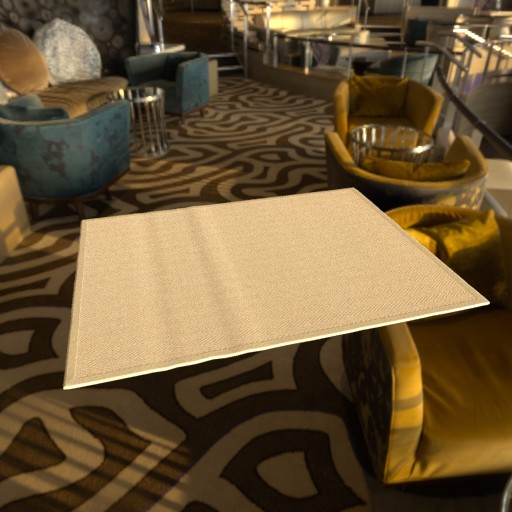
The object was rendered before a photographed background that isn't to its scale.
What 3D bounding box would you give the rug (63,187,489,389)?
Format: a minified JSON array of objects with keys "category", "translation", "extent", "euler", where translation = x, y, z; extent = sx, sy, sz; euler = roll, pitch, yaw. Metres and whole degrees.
[{"category":"rug","translation":[0.000,0.000,4.720],"extent":[3.659,0.037,2.734],"euler":[-9,33,-13]}]
